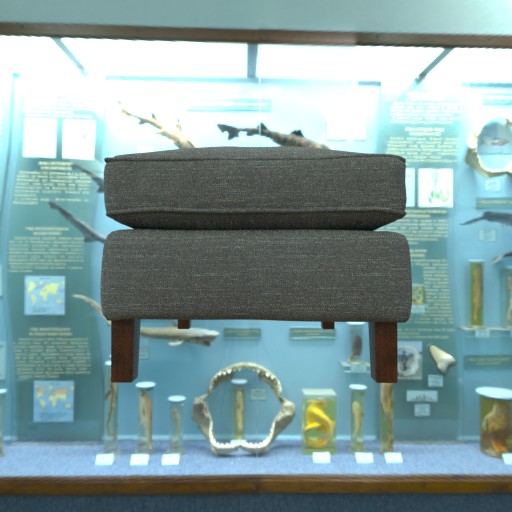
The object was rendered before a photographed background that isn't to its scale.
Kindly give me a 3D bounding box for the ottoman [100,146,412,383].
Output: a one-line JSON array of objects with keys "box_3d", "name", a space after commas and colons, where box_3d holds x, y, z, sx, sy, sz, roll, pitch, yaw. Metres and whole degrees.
[{"box_3d": [0.000, 0.000, 0.998, 0.508, 0.406, 0.686, 0, -1, 0], "name": "ottoman"}]
